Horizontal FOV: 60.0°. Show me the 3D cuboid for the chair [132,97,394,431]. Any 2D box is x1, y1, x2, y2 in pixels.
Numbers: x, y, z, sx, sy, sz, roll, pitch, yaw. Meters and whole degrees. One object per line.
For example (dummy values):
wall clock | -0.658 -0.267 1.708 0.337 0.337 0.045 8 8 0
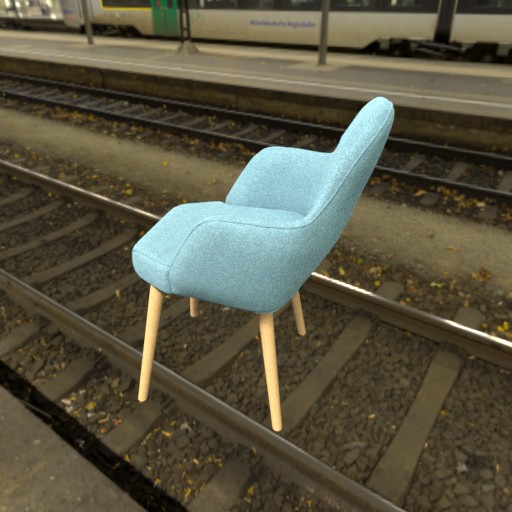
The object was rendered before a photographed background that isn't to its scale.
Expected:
chair | 0.000 0.000 1.322 0.666 0.920 0.589 8 31 13
